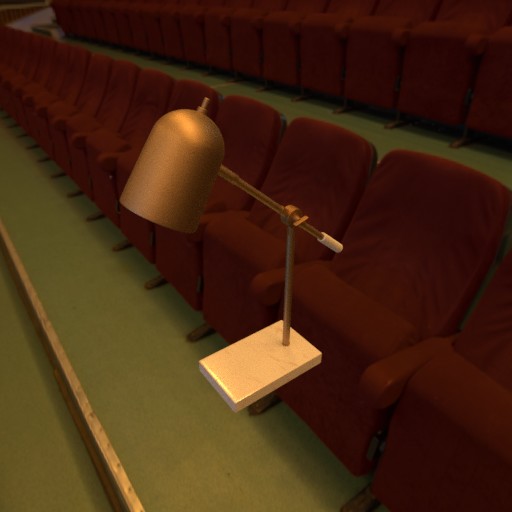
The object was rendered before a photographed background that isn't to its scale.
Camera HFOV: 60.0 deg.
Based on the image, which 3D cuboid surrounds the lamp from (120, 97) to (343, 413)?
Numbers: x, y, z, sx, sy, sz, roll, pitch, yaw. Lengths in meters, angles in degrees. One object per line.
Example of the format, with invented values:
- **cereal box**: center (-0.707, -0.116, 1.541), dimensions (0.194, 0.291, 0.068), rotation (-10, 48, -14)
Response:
- **lamp**: center (0.000, 0.000, 0.842), dimensions (0.471, 0.603, 0.144), rotation (-21, 38, -30)
